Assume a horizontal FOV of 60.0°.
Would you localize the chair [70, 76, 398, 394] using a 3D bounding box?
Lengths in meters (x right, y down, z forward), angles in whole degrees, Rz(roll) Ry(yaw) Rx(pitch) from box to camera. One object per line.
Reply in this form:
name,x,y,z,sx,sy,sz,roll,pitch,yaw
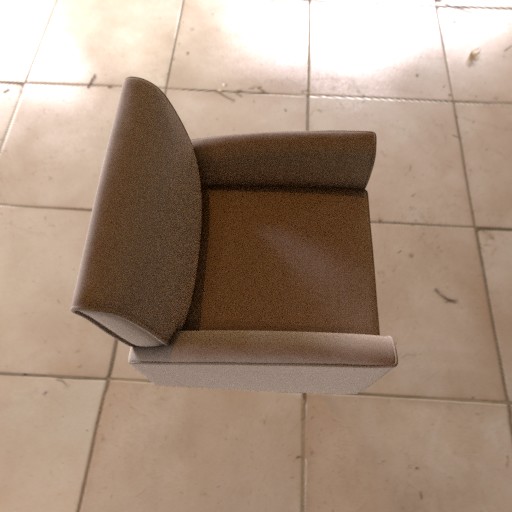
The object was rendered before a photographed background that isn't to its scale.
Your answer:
chair,0.000,0.000,1.535,0.820,0.915,0.820,2,64,1
